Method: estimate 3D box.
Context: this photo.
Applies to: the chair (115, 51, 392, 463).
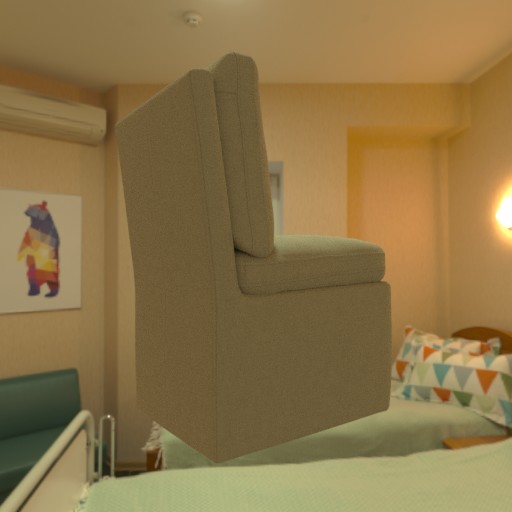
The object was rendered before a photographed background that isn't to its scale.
[{"bbox_3d":[0.000,0.000,1.319,0.698,0.927,0.503,0,-1,-37],"label":"chair"}]
